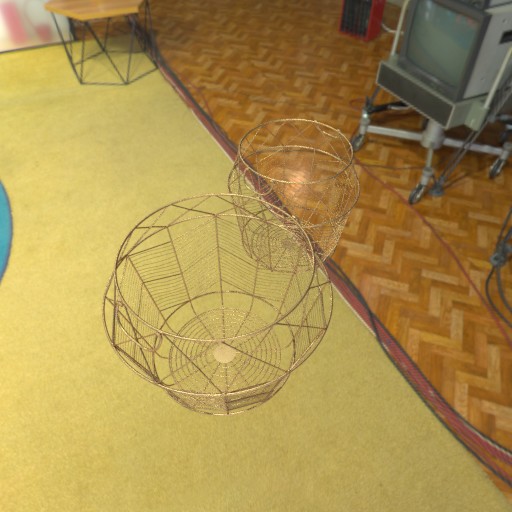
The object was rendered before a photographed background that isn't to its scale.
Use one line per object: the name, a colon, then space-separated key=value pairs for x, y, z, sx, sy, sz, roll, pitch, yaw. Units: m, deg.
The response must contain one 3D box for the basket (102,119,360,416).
basket: x=0.000 y=0.000 z=1.045 sx=0.451 sy=0.343 sz=0.805 roll=18 pitch=49 yaw=17
